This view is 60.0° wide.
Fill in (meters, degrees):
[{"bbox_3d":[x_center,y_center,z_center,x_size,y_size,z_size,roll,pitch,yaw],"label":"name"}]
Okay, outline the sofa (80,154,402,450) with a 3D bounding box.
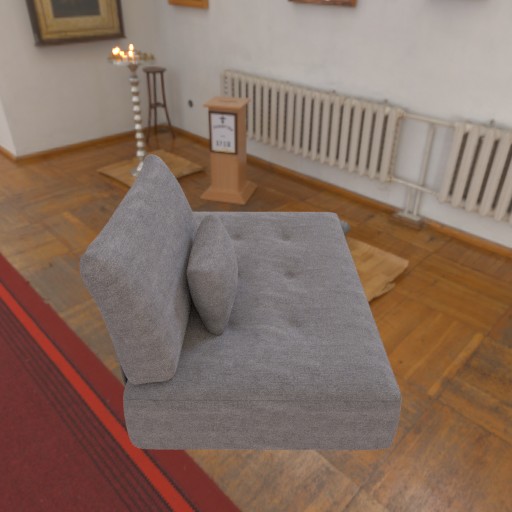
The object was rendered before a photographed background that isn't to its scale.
[{"bbox_3d":[0.000,0.000,2.006,1.002,0.820,1.450,0,31,0],"label":"sofa"}]
